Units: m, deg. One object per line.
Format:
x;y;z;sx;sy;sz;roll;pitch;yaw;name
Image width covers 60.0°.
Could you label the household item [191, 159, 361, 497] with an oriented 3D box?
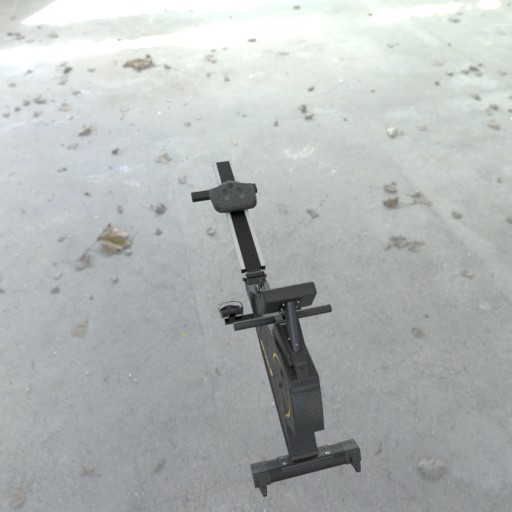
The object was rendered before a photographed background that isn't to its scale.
0.000;0.000;2.520;0.521;0.810;2.251;-10;47;-9;household item
